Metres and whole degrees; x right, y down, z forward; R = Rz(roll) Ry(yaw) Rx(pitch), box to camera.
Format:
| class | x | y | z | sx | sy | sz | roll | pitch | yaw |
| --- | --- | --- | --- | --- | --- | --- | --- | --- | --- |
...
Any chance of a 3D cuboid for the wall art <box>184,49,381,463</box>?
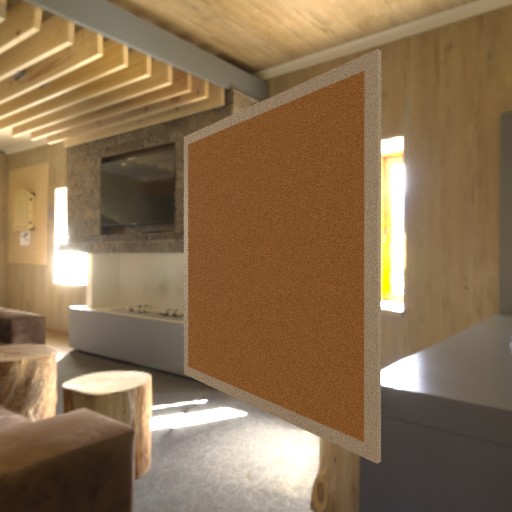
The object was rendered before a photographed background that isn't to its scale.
| class | x | y | z | sx | sy | sz | roll | pitch | yaw |
| --- | --- | --- | --- | --- | --- | --- | --- | --- | --- |
| wall art | 0.000 | 0.000 | 0.823 | 0.009 | 0.559 | 0.558 | 0 | 0 | -37 |
